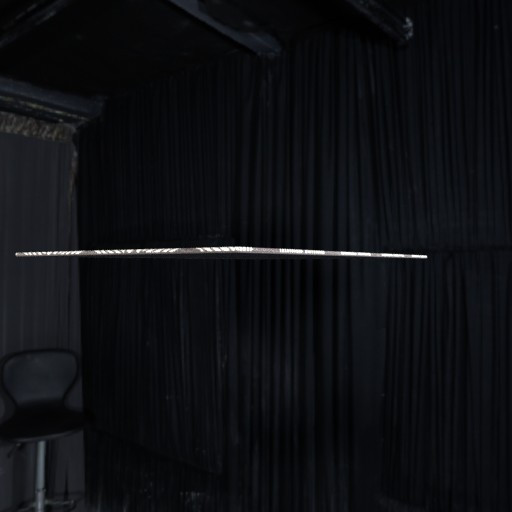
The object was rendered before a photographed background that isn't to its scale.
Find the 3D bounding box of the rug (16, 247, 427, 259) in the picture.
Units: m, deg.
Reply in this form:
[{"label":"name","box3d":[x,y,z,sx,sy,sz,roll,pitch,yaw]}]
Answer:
[{"label":"rug","box3d":[0.000,0.000,2.270,1.210,0.016,1.833,-1,-1,36]}]
